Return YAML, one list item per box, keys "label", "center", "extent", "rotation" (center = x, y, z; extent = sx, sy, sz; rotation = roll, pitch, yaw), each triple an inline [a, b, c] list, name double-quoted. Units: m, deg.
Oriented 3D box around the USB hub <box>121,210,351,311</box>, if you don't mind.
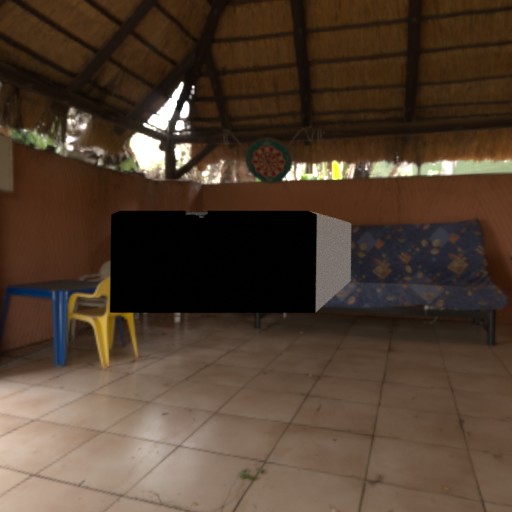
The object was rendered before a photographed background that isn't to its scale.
- label: "USB hub"
  center: [0.000, 0.000, 0.130]
  extent: [0.044, 0.023, 0.110]
  rotation: [1, 3, 18]
